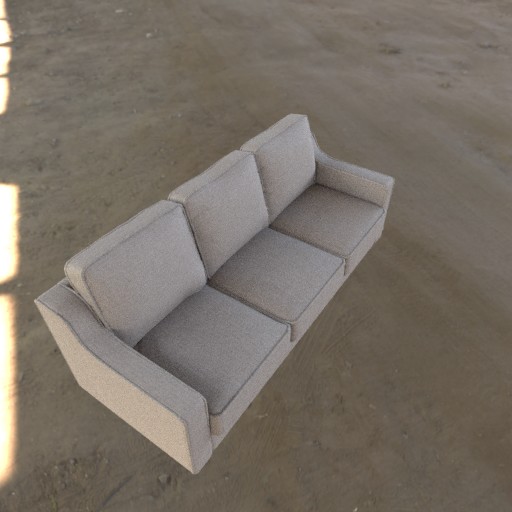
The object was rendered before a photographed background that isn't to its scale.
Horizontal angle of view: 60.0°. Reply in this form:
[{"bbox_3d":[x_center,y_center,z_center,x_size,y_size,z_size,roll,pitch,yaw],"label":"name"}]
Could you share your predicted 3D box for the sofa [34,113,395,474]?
[{"bbox_3d":[0.000,0.000,2.587,0.899,0.950,2.129,25,47,25],"label":"sofa"}]
